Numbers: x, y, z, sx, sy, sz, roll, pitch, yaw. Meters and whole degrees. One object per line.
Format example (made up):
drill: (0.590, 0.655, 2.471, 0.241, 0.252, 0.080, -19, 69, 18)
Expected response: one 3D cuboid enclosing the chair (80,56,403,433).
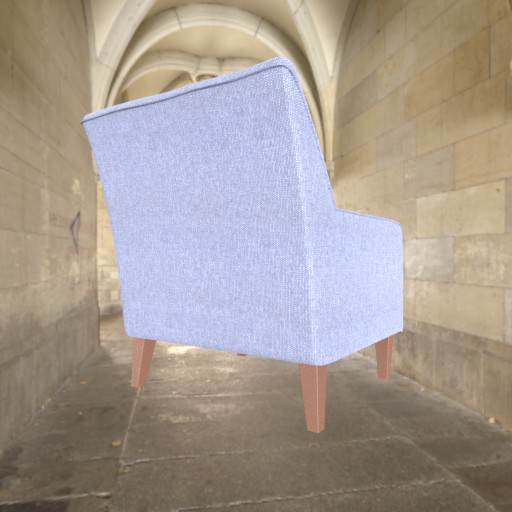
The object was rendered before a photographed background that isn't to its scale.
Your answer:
chair: (0.000, 0.000, 1.557, 0.780, 0.919, 0.899, 0, 0, 35)
